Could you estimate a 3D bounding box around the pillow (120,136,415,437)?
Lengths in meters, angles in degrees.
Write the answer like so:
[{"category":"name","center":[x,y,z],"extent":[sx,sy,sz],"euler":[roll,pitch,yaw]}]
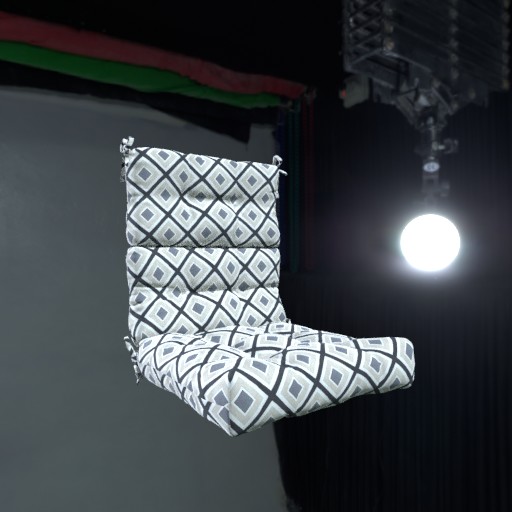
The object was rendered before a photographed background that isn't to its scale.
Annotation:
[{"category":"pillow","center":[0.000,0.000,1.051],"extent":[0.519,0.605,0.571],"euler":[0,0,-34]}]
